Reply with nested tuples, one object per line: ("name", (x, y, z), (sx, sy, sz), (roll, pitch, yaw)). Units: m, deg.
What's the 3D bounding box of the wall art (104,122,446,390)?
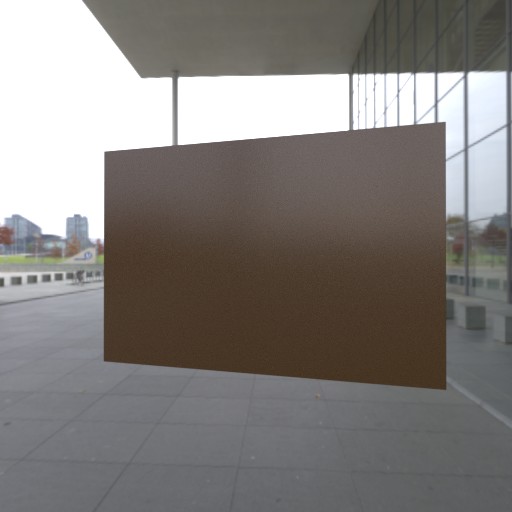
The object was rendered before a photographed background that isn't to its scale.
("wall art", (0.000, 0.000, 1.451), (1.145, 0.762, 0.041), (0, 0, 18))
